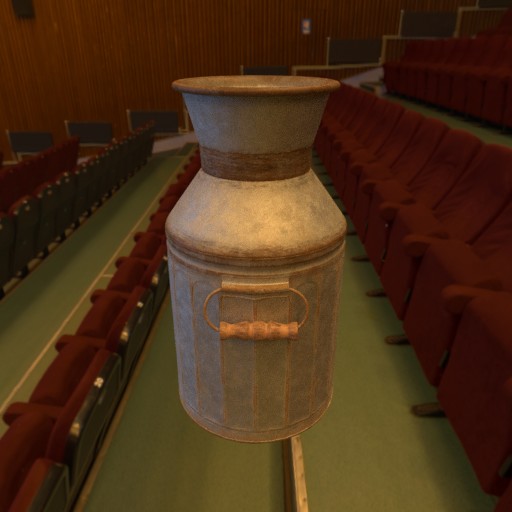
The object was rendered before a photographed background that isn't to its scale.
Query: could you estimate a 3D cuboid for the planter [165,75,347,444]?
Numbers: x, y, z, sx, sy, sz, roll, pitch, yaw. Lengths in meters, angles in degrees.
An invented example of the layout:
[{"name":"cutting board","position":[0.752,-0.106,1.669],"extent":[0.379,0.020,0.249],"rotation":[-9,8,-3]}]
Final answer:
[{"name":"planter","position":[0.000,0.000,0.537],"extent":[0.214,0.396,0.245],"rotation":[0,26,0]}]
